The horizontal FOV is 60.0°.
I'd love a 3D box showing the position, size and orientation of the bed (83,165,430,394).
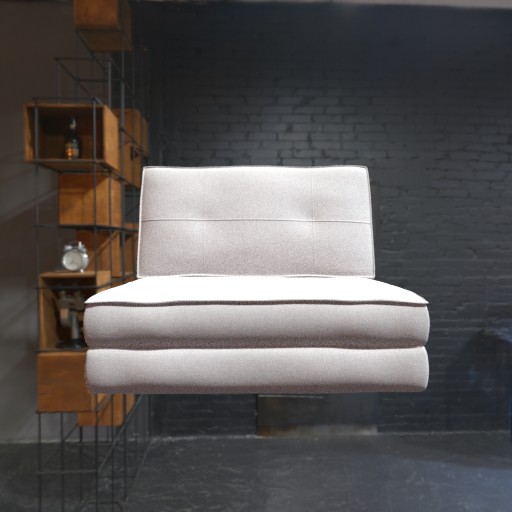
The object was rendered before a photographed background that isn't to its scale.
[{"bbox_3d":[0.000,0.000,1.343,0.799,0.614,0.749,0,1,-1],"label":"bed"}]
